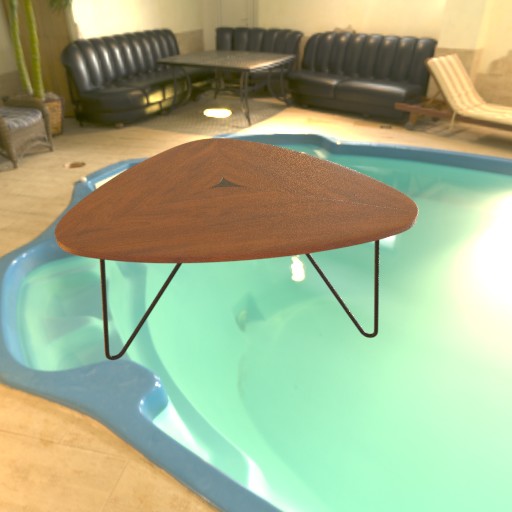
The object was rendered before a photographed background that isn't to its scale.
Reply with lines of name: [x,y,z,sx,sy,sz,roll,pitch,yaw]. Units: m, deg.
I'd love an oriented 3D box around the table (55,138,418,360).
table: [0.000,0.000,1.280,0.821,0.413,0.833,10,32,16]
